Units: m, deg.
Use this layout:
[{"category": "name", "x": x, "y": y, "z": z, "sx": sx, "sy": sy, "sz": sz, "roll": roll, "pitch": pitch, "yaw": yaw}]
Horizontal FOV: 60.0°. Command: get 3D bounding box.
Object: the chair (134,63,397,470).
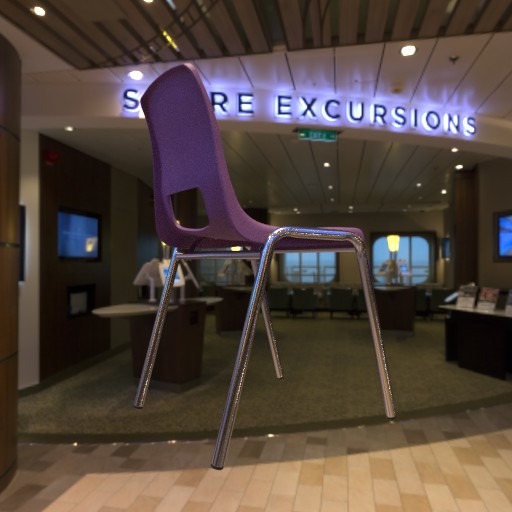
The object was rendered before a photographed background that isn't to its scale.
[{"category": "chair", "x": 0.000, "y": 0.000, "z": 0.923, "sx": 0.432, "sy": 0.654, "sz": 0.381, "roll": 0, "pitch": -1, "yaw": -35}]
